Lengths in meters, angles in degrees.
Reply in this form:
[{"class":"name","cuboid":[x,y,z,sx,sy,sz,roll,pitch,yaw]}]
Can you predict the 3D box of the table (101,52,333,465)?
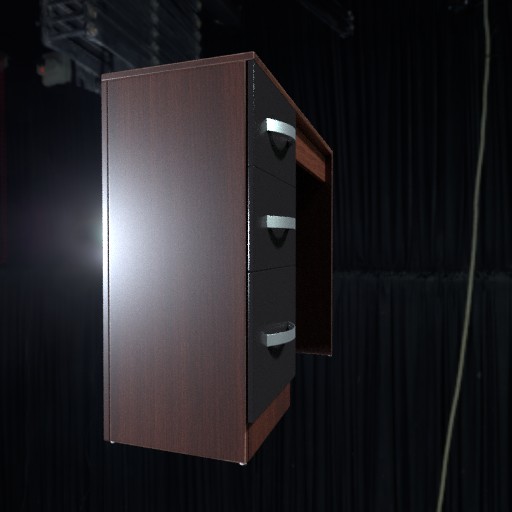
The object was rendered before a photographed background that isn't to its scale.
[{"class":"table","cuboid":[0.000,0.000,1.331,0.380,0.790,0.930,0,1,19]}]
